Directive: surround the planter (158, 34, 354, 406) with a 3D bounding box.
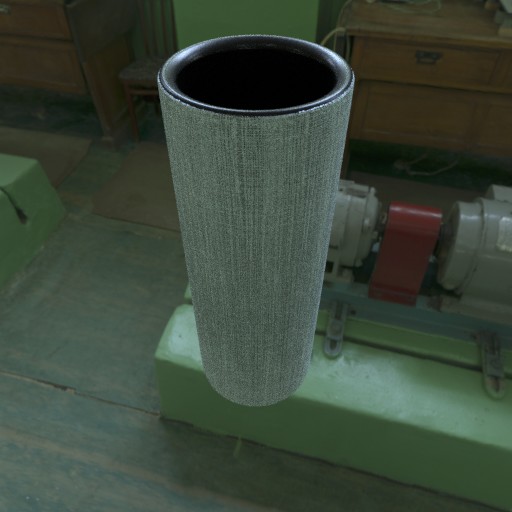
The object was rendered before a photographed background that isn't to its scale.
[{"bbox_3d":[0.000,0.000,0.320,0.100,0.270,0.100,10,46,10],"label":"planter"}]
